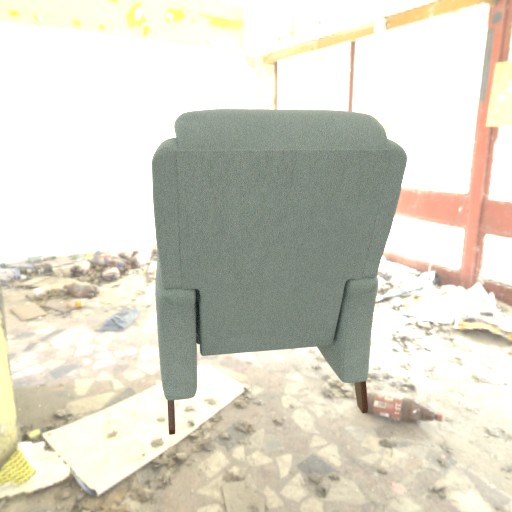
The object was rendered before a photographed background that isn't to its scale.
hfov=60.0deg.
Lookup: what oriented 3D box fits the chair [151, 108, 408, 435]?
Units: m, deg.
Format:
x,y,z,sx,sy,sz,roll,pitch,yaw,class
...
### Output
x,y,z,sx,sy,sz,roll,pitch,yaw,class
0.000,0.000,1.766,0.785,1.067,0.988,-3,15,-10,chair
